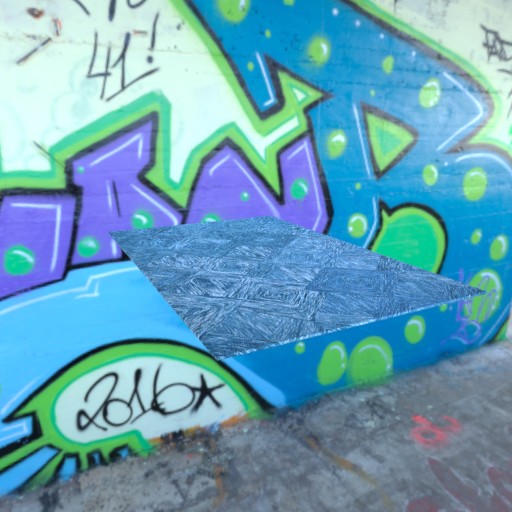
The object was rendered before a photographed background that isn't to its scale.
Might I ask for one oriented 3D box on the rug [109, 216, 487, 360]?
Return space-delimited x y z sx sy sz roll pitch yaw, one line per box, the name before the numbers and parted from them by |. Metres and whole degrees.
rug | 0.000 0.000 2.907 1.490 0.015 2.277 -8 18 -26
